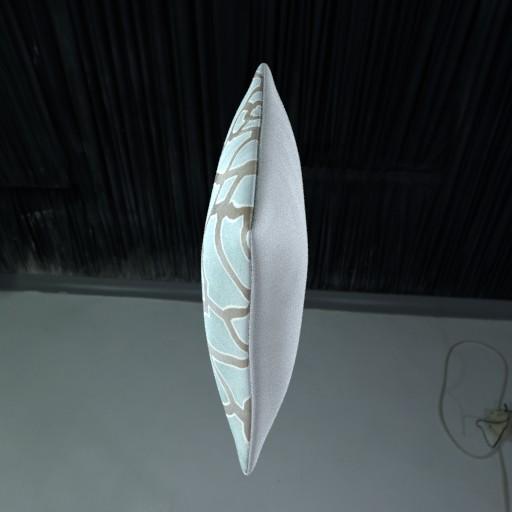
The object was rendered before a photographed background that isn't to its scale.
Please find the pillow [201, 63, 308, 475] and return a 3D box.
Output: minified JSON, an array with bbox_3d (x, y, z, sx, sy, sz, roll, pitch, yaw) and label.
[{"bbox_3d":[0.000,0.000,0.794,0.166,0.508,0.552,1,39,2],"label":"pillow"}]
